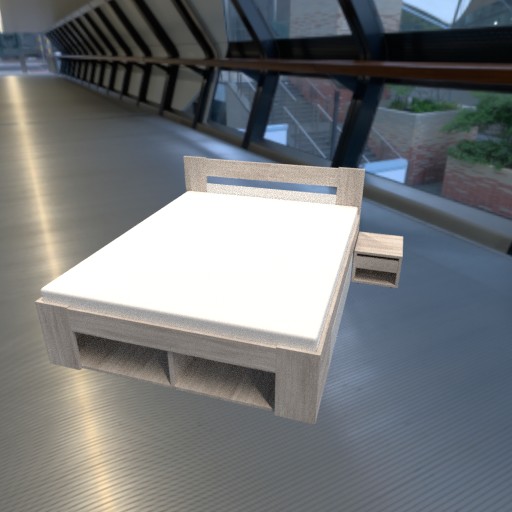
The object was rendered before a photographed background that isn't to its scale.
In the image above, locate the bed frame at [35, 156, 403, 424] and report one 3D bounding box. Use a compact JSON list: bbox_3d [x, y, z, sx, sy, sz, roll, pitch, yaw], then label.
[{"bbox_3d":[0.000,0.000,3.185,2.040,0.860,2.050,8,26,16],"label":"bed frame"}]
